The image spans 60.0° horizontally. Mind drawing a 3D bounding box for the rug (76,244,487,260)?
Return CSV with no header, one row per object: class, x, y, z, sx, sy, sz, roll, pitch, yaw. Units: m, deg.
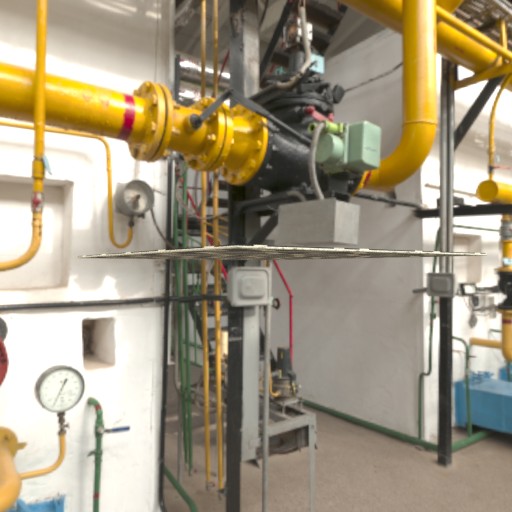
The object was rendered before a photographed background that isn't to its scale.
rug,0.000,0.000,4.137,2.466,0.021,3.049,1,-2,-36
